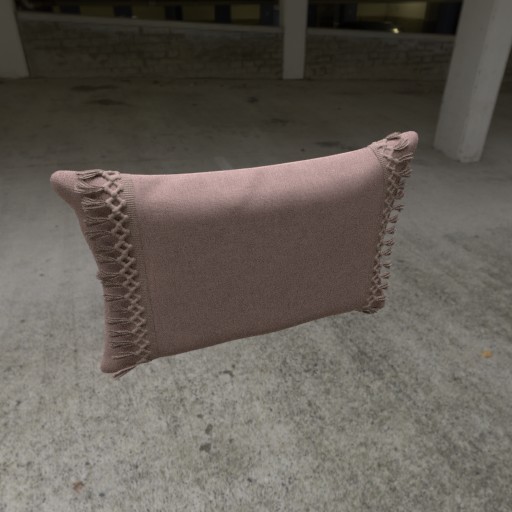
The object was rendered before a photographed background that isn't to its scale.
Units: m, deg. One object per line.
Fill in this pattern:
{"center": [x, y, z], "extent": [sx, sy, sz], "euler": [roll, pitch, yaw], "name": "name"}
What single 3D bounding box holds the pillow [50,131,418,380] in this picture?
{"center": [0.000, 0.000, 0.612], "extent": [0.466, 0.305, 0.084], "euler": [-10, 33, -16], "name": "pillow"}
